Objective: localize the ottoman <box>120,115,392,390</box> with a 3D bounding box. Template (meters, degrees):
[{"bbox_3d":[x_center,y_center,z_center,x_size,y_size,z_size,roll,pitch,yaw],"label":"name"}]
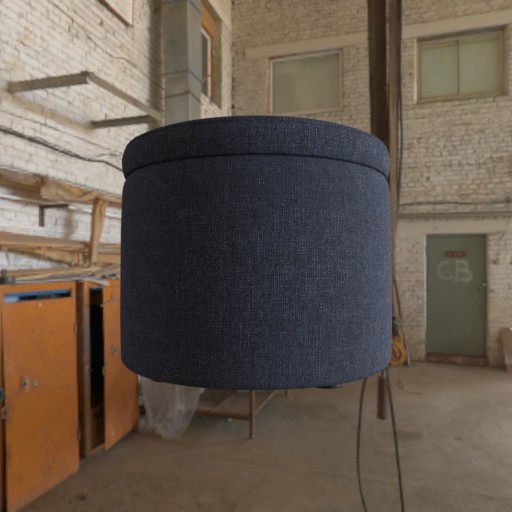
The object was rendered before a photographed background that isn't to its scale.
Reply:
[{"bbox_3d":[0.000,0.000,0.889,0.520,0.430,0.520,0,-1,0],"label":"ottoman"}]
